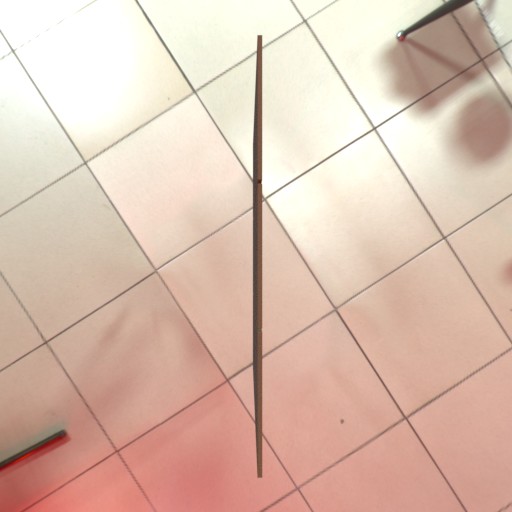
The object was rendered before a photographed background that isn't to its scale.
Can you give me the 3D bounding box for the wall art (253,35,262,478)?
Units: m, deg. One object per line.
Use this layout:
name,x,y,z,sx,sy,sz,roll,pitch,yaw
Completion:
wall art,0.000,0.000,2.286,0.017,1.521,1.527,0,90,-1
